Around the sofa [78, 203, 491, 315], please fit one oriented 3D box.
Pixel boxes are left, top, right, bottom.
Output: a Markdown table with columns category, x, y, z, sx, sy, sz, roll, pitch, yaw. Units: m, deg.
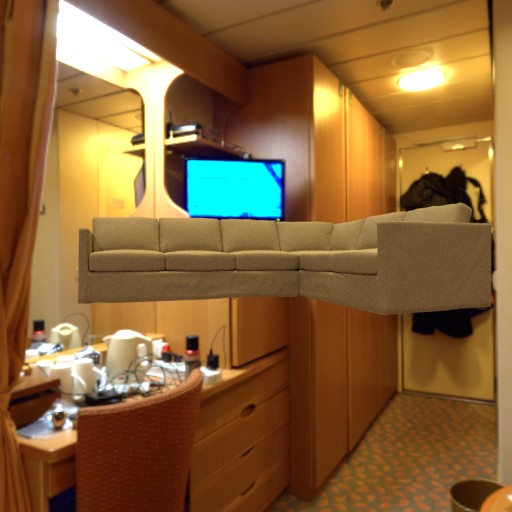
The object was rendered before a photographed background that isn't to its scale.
| category | x | y | z | sx | sy | sz | roll | pitch | yaw |
| --- | --- | --- | --- | --- | --- | --- | --- | --- | --- |
| sofa | 0.000 | 0.000 | 4.190 | 3.182 | 0.871 | 2.432 | 0 | 0 | -18 |
